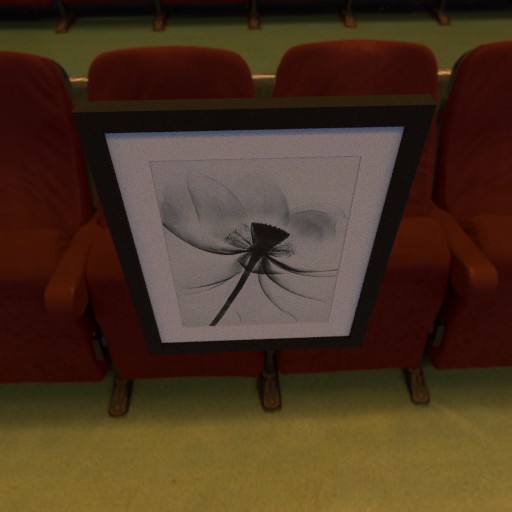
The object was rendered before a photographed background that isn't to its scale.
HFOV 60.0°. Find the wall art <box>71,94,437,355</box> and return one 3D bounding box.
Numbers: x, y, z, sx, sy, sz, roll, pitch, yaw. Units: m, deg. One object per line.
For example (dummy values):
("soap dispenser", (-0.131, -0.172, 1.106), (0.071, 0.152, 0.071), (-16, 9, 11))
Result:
("wall art", (0.000, 0.000, 0.764), (0.457, 0.559, 0.029), (-2, 46, -2))
